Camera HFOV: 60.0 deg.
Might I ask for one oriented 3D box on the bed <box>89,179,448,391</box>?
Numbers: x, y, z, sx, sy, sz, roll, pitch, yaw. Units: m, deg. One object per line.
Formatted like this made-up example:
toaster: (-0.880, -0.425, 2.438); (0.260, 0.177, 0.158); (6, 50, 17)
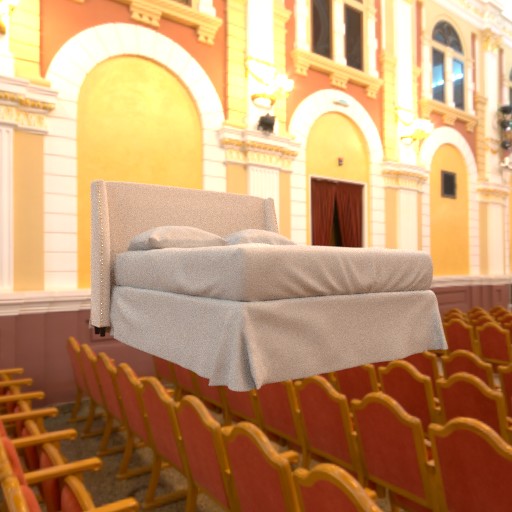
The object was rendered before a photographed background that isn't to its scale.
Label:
bed: (0.000, 0.000, 3.451); (1.925, 1.332, 2.276); (1, -1, -36)
